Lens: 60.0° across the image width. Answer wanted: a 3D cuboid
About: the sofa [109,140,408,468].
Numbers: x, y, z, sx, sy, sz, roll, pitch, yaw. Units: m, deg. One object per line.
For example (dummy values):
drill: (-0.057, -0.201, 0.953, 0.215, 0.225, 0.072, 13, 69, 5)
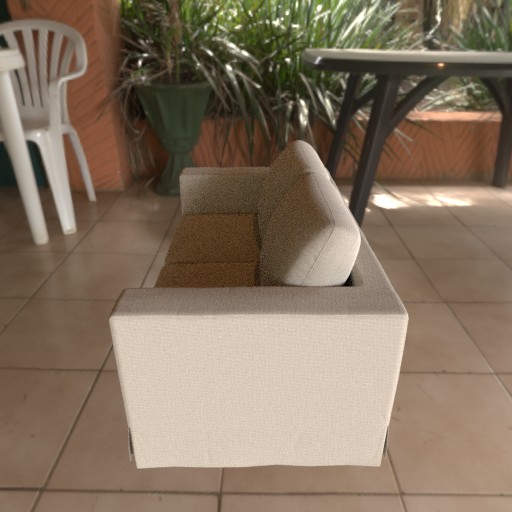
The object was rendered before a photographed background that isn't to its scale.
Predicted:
sofa: (0.000, 0.000, 2.325, 1.009, 0.932, 1.813, 0, 27, -1)
